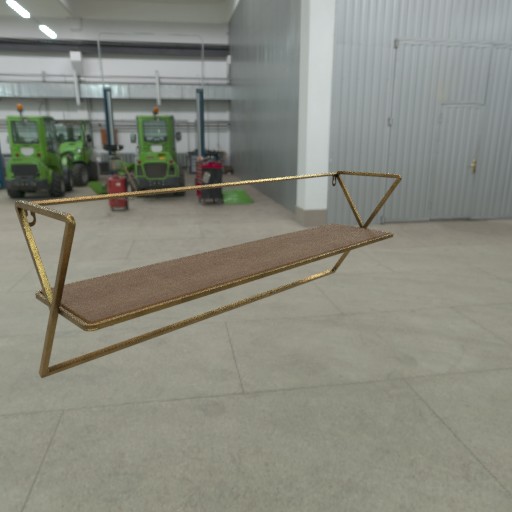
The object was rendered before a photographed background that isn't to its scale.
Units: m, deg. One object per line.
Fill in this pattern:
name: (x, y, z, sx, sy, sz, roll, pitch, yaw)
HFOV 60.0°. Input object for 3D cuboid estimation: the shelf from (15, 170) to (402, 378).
shelf: (0.000, 0.000, 0.713, 0.150, 0.229, 0.645, 15, 21, 43)
